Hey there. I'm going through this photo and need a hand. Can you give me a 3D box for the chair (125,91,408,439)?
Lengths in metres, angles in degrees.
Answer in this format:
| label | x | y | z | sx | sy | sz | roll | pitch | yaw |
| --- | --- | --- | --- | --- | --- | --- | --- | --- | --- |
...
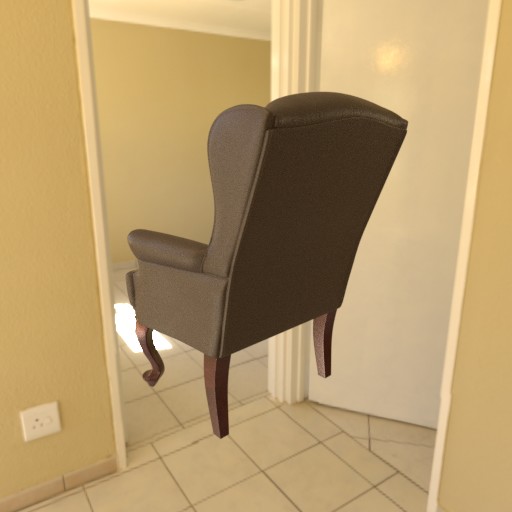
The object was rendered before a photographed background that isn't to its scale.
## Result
| label | x | y | z | sx | sy | sz | roll | pitch | yaw |
| --- | --- | --- | --- | --- | --- | --- | --- | --- | --- |
| chair | 0.000 | 0.000 | 1.682 | 0.829 | 1.132 | 0.819 | -14 | 21 | -41 |
